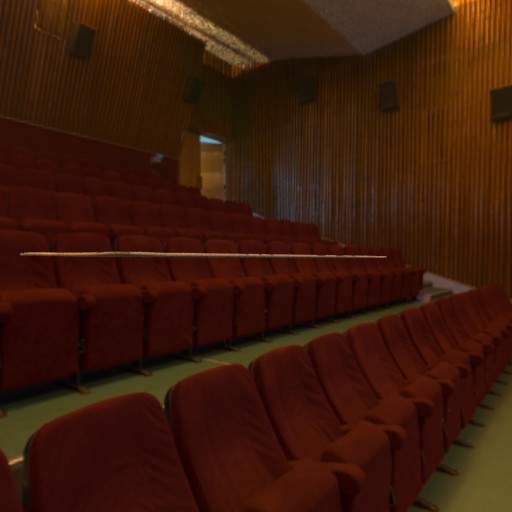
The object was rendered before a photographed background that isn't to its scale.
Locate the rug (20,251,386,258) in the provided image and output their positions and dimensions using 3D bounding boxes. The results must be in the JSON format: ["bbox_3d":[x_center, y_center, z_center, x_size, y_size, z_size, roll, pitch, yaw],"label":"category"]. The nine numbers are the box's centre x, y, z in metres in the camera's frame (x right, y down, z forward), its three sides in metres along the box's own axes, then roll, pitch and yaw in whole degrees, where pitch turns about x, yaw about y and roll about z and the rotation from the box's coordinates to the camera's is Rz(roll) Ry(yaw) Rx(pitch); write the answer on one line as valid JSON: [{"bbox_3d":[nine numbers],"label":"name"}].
[{"bbox_3d":[0.000,0.000,2.505,0.692,0.017,2.301,0,-1,36],"label":"rug"}]
